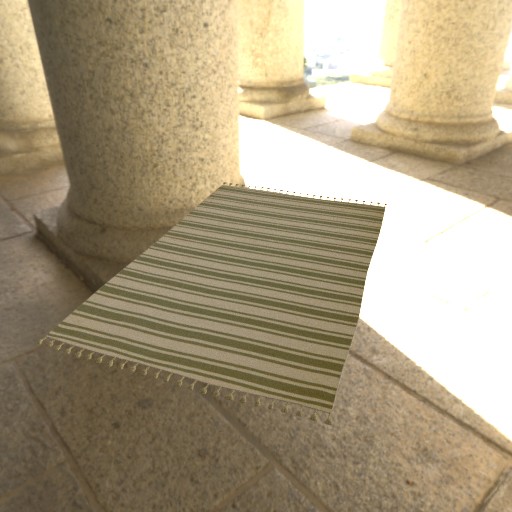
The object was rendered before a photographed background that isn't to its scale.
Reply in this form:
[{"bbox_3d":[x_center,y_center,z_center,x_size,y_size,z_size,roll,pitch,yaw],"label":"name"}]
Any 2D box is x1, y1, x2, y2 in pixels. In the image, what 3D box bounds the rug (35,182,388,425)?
[{"bbox_3d":[0.000,0.000,2.303,1.162,0.013,1.875,10,32,17],"label":"rug"}]
